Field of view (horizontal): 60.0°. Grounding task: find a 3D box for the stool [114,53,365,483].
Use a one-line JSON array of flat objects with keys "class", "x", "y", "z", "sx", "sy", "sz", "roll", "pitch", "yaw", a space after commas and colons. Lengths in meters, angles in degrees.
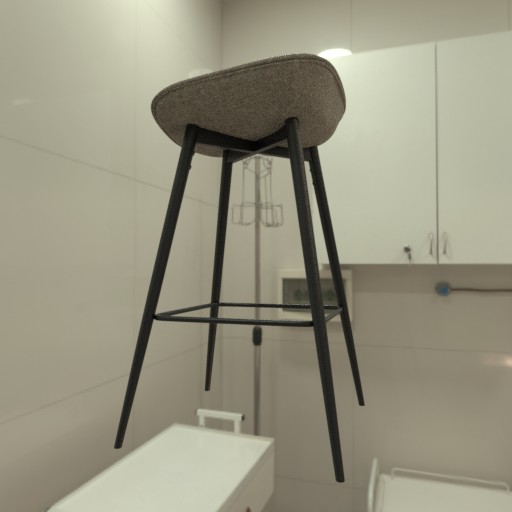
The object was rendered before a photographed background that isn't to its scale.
[{"class": "stool", "x": 0.000, "y": 0.000, "z": 1.086, "sx": 0.480, "sy": 0.814, "sz": 0.469, "roll": 0, "pitch": -1, "yaw": 18}]
